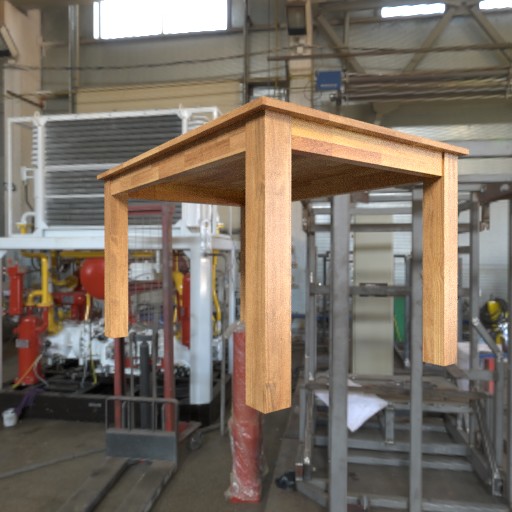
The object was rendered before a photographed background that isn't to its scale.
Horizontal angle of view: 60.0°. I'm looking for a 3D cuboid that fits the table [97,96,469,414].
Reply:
[{"bbox_3d":[0.000,0.000,1.817,0.900,0.750,1.300,0,0,-36],"label":"table"}]
